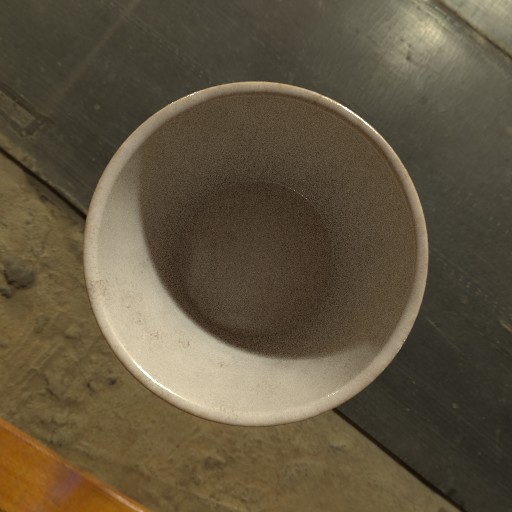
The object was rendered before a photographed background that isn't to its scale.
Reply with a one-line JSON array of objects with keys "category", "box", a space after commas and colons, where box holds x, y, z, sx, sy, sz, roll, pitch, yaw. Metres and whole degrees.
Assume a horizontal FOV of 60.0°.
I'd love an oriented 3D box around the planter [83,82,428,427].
[{"category": "planter", "box": [0.000, 0.000, 0.214, 0.126, 0.104, 0.126, 0, 89, 0]}]
